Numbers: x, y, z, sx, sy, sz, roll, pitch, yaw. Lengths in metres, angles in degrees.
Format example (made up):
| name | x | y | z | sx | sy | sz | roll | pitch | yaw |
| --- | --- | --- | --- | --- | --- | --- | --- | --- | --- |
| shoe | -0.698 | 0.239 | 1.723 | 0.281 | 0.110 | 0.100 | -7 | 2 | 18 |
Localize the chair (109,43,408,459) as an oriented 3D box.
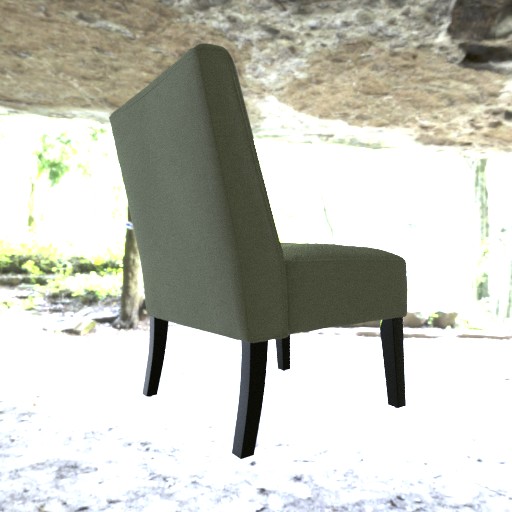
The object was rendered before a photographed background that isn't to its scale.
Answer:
| name | x | y | z | sx | sy | sz | roll | pitch | yaw |
| --- | --- | --- | --- | --- | --- | --- | --- | --- | --- |
| chair | 0.000 | 0.000 | 1.269 | 0.676 | 0.853 | 0.569 | 0 | 0 | -36 |
